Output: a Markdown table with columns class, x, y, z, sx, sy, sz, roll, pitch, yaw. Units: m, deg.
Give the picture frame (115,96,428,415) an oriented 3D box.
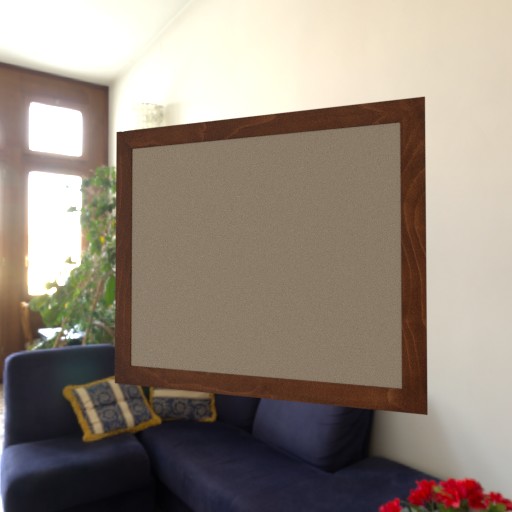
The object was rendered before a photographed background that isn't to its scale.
| class | x | y | z | sx | sy | sz | roll | pitch | yaw |
| --- | --- | --- | --- | --- | --- | --- | --- | --- | --- |
| picture frame | 0.000 | 0.000 | 0.532 | 0.381 | 0.330 | 0.025 | 0 | -1 | 19 |
